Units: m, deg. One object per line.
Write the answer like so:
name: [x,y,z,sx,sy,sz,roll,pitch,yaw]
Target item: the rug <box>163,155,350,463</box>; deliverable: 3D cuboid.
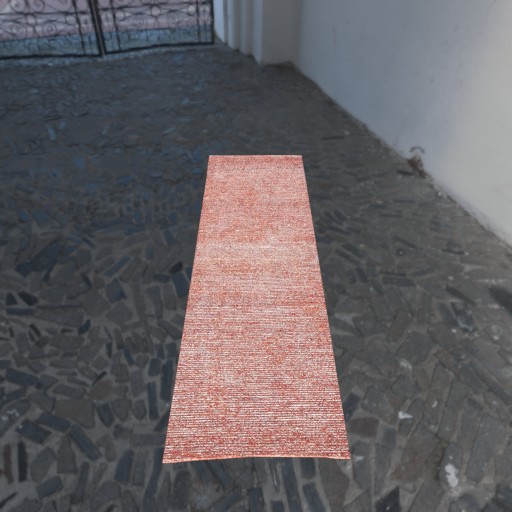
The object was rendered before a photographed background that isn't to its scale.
rug: [0.000,0.000,2.560,0.718,0.013,2.353,0,42,0]
